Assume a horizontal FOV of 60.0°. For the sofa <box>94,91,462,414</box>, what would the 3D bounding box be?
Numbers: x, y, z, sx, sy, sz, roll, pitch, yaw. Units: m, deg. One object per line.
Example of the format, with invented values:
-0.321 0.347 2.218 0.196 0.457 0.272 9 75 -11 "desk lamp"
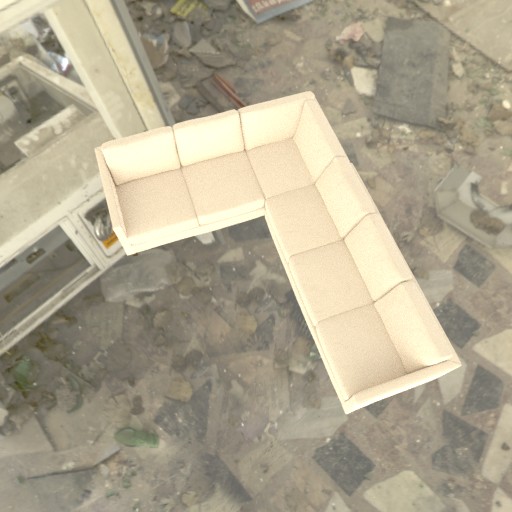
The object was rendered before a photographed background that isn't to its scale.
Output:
0.000 0.000 4.262 2.432 0.863 3.182 -17 65 -8 "sofa"
